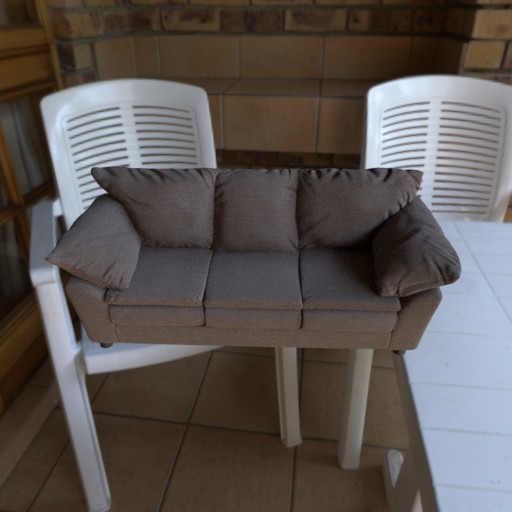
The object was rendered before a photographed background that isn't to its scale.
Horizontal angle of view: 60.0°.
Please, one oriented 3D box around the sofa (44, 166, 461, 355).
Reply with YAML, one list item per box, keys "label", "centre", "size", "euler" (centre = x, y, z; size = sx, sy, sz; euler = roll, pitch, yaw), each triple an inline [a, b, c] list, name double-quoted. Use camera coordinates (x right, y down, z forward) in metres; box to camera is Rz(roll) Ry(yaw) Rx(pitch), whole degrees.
- label: "sofa"
  centre: [0.000, 0.000, 2.941]
  size: [2.390, 1.043, 0.927]
  euler: [1, 30, 2]
